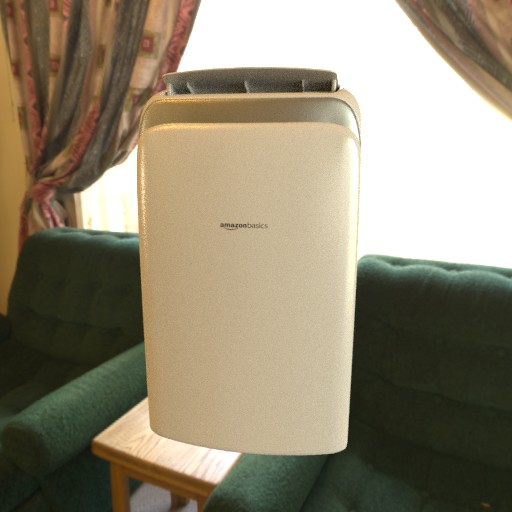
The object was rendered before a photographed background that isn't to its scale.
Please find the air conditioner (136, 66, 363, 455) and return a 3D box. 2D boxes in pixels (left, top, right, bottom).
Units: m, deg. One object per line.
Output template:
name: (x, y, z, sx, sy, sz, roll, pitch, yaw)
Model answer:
air conditioner: (0.000, 0.000, 1.046, 0.449, 0.786, 0.414, 2, 14, 8)
